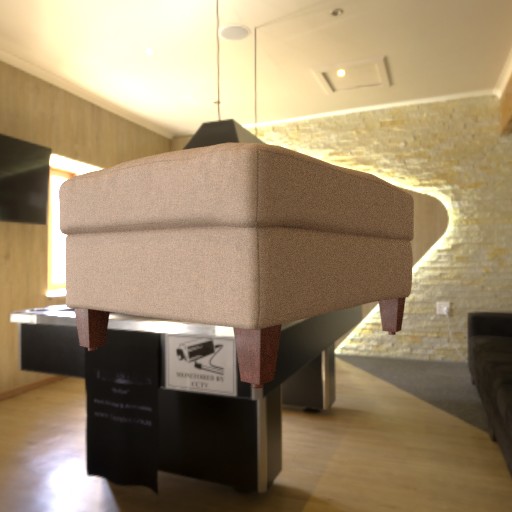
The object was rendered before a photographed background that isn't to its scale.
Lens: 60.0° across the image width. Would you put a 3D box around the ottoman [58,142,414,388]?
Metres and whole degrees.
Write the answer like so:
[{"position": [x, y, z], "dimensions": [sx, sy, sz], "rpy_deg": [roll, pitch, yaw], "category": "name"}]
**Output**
[{"position": [0.000, 0.000, 1.327], "dimensions": [0.692, 0.511, 0.902], "rpy_deg": [0, 0, 37], "category": "ottoman"}]
